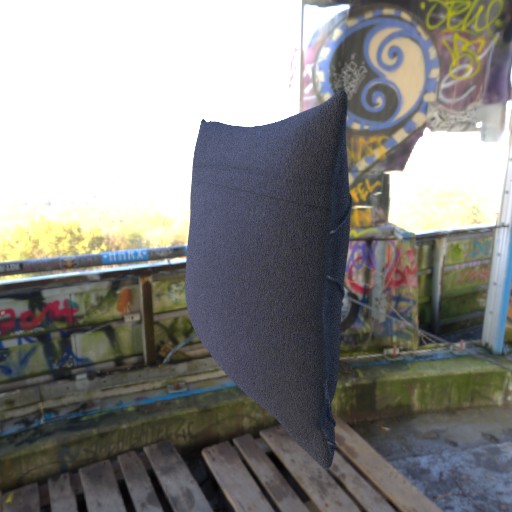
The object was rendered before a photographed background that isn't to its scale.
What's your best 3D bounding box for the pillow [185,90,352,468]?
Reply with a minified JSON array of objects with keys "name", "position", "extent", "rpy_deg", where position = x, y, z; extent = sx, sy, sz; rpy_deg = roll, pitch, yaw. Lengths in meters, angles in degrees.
[{"name":"pillow","position":[0.000,0.000,0.682],"extent":[0.183,0.440,0.439],"rpy_deg":[-7,16,-26]}]
